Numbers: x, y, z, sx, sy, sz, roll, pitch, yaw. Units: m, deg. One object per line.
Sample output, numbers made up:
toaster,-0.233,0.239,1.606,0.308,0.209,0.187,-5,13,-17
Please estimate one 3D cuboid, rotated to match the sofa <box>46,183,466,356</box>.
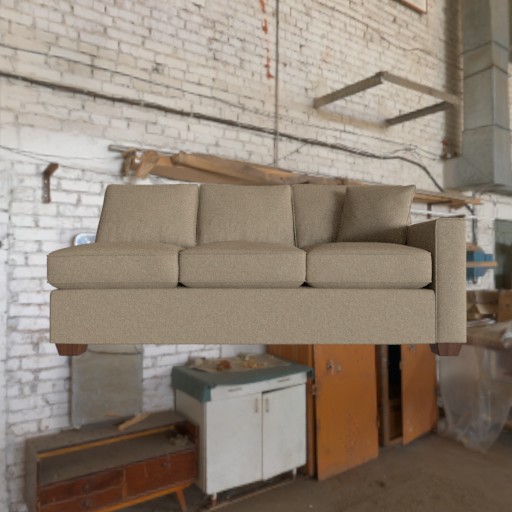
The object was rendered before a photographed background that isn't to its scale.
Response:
sofa,0.000,0.000,2.530,1.963,0.946,1.034,0,-1,0
